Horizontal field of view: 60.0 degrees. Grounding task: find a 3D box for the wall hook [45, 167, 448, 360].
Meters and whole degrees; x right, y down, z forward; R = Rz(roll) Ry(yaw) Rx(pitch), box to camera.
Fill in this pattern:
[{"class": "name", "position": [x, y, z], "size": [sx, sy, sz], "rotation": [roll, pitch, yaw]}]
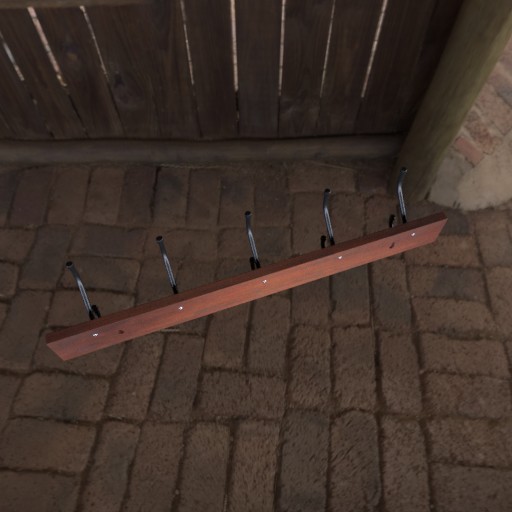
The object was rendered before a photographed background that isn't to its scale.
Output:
[{"class": "wall hook", "position": [0.000, 0.000, 0.614], "size": [0.571, 0.117, 0.071], "rotation": [-17, 59, -11]}]
